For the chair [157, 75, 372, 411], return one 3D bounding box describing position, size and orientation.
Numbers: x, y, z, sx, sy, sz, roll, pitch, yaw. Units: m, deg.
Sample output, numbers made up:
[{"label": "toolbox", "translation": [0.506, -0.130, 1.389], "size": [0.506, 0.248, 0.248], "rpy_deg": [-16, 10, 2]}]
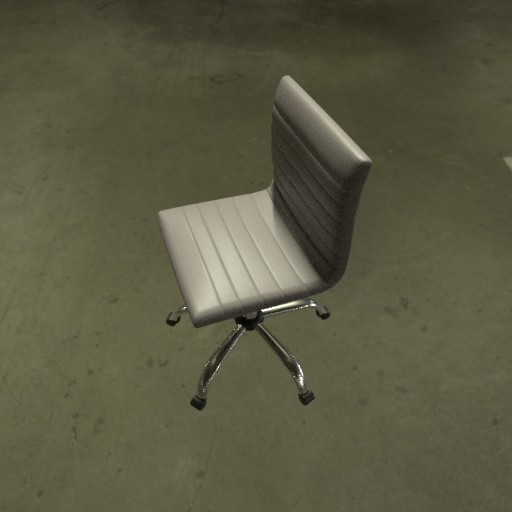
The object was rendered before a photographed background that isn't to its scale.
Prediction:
[{"label": "chair", "translation": [0.000, 0.000, 1.181], "size": [0.530, 0.780, 0.556], "rpy_deg": [-15, 48, -14]}]
